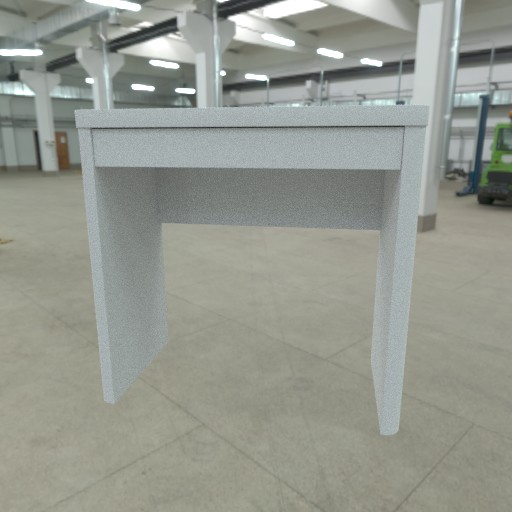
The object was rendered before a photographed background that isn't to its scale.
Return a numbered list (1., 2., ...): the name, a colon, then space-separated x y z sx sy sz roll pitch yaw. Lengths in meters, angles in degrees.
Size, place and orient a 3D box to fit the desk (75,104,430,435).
1. desk: 0.000 0.000 1.242 0.790 0.760 0.446 3 15 10
